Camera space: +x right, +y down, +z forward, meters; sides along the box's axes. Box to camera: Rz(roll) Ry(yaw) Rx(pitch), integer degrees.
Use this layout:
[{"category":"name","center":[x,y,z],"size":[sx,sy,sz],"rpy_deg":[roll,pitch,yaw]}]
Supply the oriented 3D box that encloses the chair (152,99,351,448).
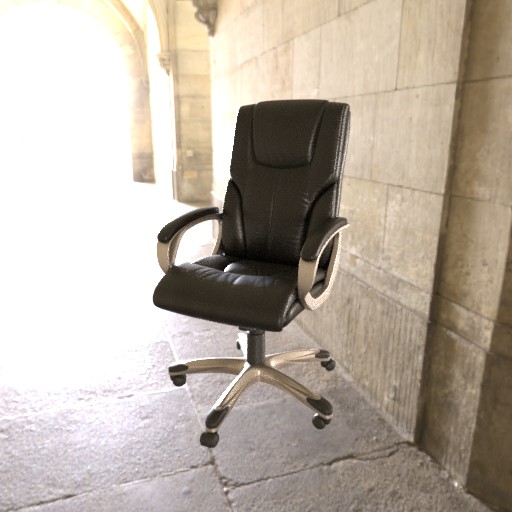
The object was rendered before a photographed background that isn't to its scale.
[{"category":"chair","center":[0.000,0.000,1.659],"size":[0.700,1.145,0.780],"rpy_deg":[7,18,25]}]
